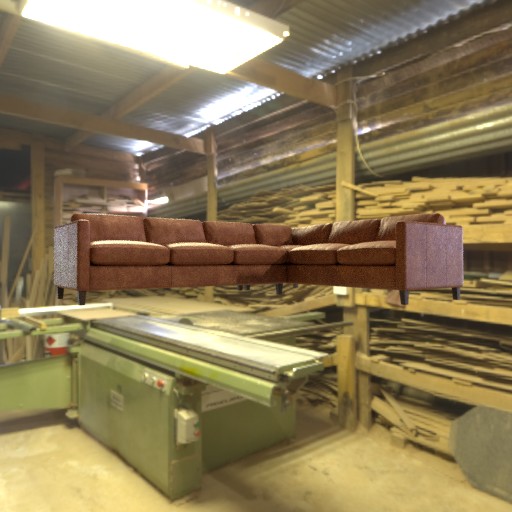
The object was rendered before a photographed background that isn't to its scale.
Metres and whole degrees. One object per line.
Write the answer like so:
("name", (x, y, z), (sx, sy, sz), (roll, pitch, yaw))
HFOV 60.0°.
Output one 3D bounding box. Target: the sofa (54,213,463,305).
("sofa", (0.000, 0.000, 4.288), (3.167, 0.838, 2.438), (0, -1, -36))
